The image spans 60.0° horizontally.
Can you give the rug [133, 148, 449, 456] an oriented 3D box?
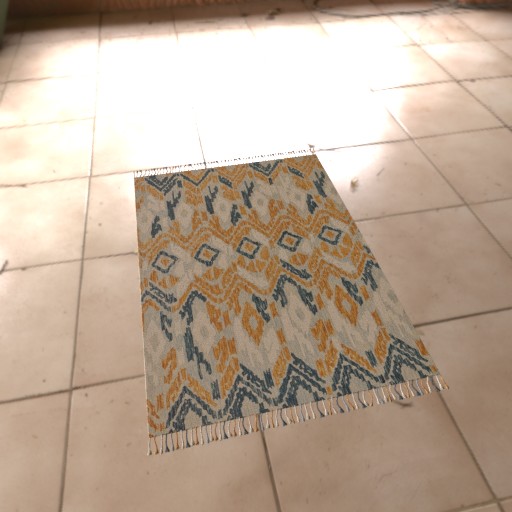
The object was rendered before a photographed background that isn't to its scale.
[{"bbox_3d":[0.000,0.000,2.340,1.230,0.008,1.827,-9,47,-9],"label":"rug"}]
